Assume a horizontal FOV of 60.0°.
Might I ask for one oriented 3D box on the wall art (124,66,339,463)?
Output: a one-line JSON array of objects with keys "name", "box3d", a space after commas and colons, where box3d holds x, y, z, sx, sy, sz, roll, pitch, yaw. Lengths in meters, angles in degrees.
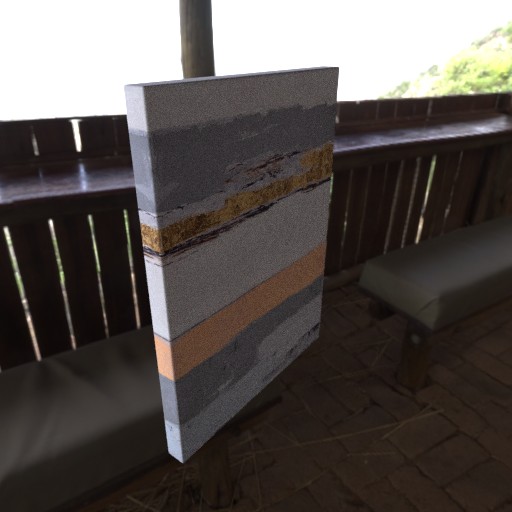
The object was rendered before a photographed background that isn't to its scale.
[{"name": "wall art", "box3d": [0.000, 0.000, 0.798, 0.038, 0.609, 0.456, 19, 32, 33]}]
